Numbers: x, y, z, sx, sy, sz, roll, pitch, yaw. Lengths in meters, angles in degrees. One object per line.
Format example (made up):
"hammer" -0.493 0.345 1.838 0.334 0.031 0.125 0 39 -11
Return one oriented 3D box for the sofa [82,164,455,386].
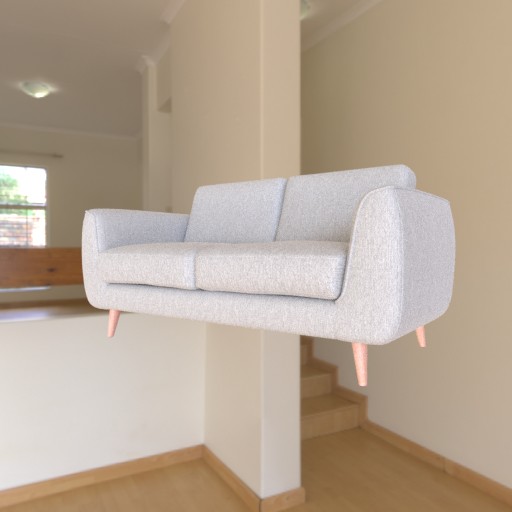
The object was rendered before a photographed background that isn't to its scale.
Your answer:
"sofa" 0.000 0.000 2.182 1.700 0.850 0.920 1 1 36
